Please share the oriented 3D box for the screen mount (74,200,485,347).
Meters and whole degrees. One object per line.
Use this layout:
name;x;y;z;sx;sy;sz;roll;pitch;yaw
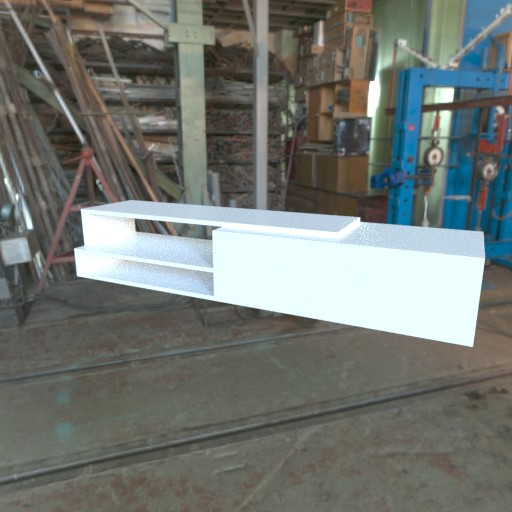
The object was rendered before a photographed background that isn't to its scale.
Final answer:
screen mount;0.000;0.000;1.860;1.680;0.320;0.420;7;16;25
